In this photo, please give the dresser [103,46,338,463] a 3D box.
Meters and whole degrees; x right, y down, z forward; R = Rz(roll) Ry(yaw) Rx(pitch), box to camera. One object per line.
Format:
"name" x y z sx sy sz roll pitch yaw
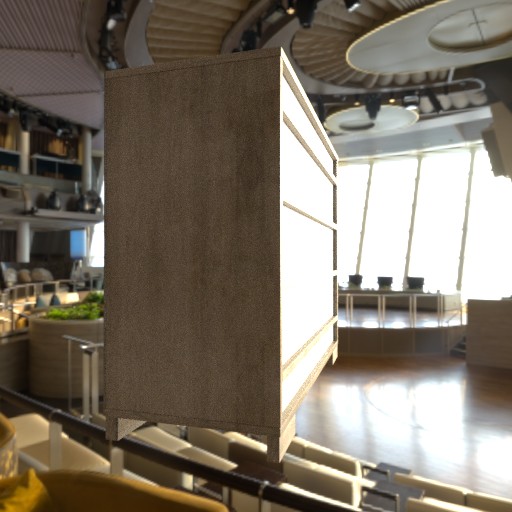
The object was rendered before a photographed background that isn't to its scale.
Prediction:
"dresser" 0.000 0.000 1.399 0.404 0.816 0.994 0 0 17
